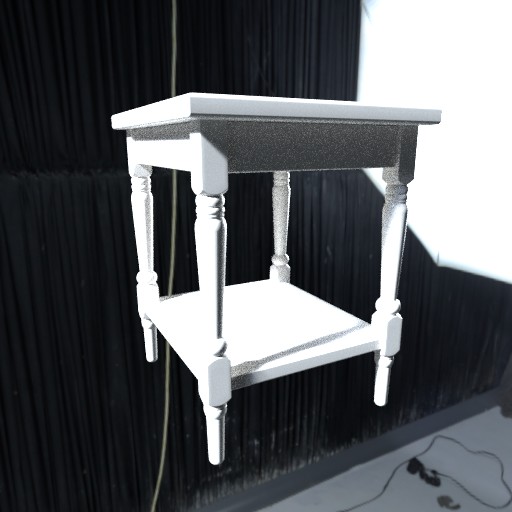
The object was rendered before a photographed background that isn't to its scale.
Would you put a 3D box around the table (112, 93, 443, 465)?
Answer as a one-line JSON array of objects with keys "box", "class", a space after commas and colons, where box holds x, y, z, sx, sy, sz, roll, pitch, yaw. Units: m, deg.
[{"box": [0.000, 0.000, 0.909, 0.442, 0.565, 0.488, -7, 16, -27], "class": "table"}]
